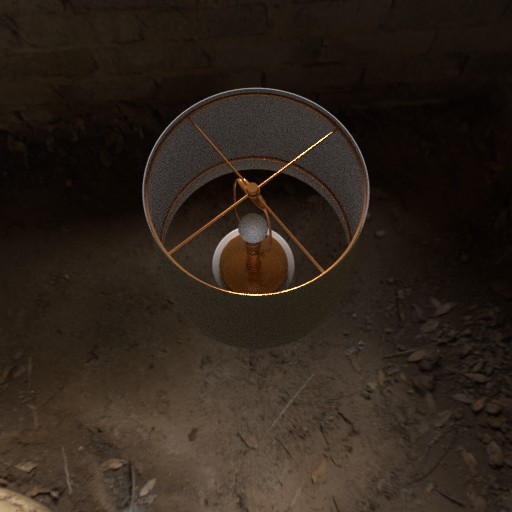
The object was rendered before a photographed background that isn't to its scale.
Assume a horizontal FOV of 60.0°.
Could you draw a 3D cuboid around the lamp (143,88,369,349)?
[{"bbox_3d":[0.000,0.000,0.455,0.189,0.340,0.189,0,74,0],"label":"lamp"}]
